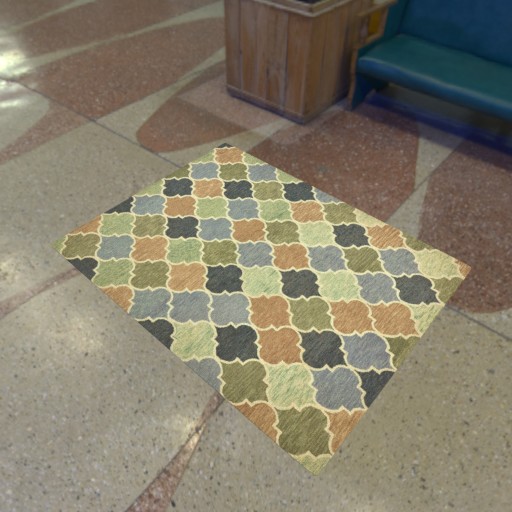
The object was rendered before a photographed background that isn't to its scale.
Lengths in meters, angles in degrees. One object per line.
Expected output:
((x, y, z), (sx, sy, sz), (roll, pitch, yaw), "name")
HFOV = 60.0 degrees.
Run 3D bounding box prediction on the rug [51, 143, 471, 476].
((0.000, 0.000, 4.211), (3.200, 0.013, 2.439), (33, 54, 27), "rug")
